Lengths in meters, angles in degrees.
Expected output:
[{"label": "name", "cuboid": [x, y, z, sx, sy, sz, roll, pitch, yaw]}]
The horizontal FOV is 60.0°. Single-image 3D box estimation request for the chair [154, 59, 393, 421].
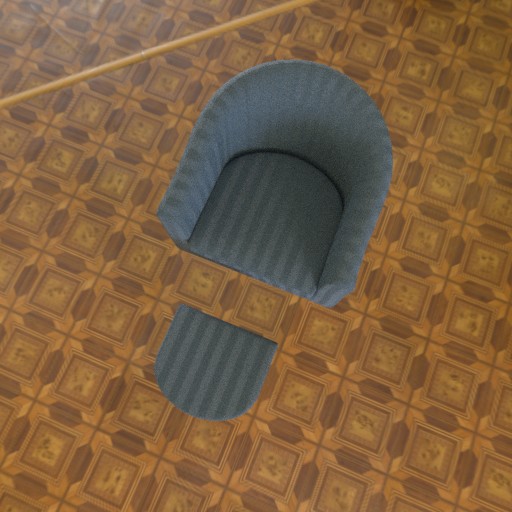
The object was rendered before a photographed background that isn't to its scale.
[{"label": "chair", "cuboid": [0.000, 0.000, 1.750, 0.756, 0.757, 1.288, 21, 76, 6]}]
